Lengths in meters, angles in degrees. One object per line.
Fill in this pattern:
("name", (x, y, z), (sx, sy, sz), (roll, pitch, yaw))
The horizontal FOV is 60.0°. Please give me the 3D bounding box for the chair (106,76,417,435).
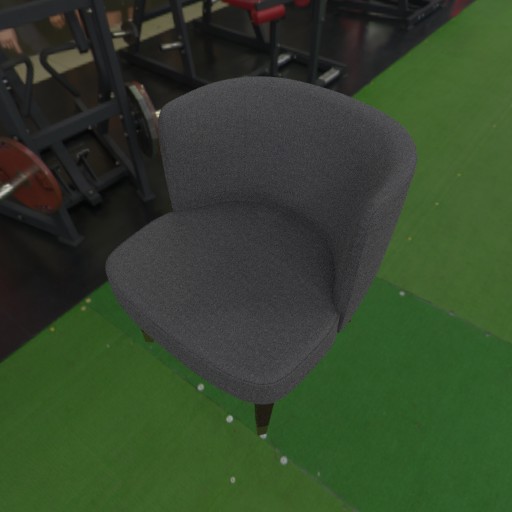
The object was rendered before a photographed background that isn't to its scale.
("chair", (0.000, 0.000, 1.240), (0.639, 0.695, 0.698), (31, 54, 26))
